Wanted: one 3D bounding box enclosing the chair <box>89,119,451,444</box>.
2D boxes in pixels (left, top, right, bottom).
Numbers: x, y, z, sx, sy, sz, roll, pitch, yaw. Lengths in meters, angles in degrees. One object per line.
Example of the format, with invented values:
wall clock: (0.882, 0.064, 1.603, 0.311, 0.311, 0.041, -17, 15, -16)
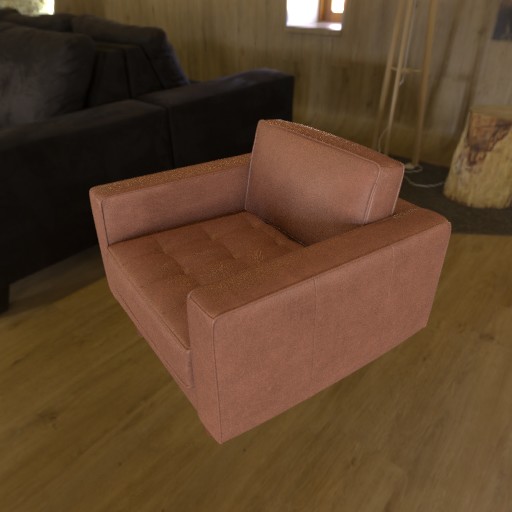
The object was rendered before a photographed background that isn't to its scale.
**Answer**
chair: (0.000, 0.000, 1.555, 0.900, 0.770, 0.920, -20, 37, -29)
